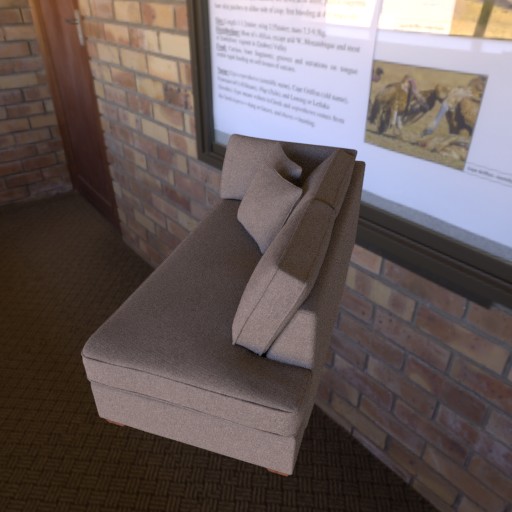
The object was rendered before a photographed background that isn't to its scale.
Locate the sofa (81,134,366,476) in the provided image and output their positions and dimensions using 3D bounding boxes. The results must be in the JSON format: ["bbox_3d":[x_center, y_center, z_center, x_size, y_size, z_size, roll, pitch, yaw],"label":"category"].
[{"bbox_3d":[0.000,0.000,2.841,1.110,1.033,2.237,10,33,15],"label":"sofa"}]
